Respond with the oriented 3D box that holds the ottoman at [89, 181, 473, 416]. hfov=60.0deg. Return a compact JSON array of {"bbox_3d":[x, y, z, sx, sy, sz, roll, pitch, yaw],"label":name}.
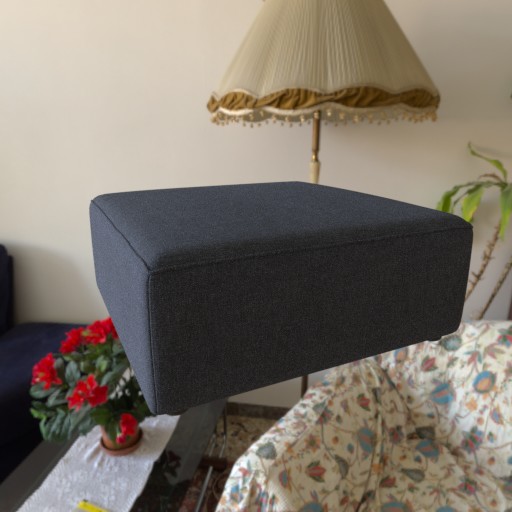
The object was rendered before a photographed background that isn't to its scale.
[{"bbox_3d":[0.000,0.000,1.565,1.000,0.439,1.000,-8,19,-25],"label":"ottoman"}]
